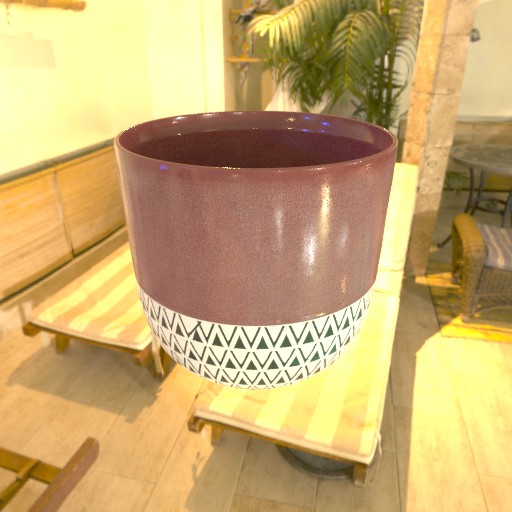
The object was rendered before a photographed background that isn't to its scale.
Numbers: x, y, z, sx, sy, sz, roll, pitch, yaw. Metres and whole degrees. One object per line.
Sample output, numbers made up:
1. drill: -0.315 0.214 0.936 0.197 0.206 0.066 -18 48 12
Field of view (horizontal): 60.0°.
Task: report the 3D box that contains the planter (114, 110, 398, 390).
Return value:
1. planter: 0.000 0.000 0.491 0.266 0.270 0.266 0 27 0
